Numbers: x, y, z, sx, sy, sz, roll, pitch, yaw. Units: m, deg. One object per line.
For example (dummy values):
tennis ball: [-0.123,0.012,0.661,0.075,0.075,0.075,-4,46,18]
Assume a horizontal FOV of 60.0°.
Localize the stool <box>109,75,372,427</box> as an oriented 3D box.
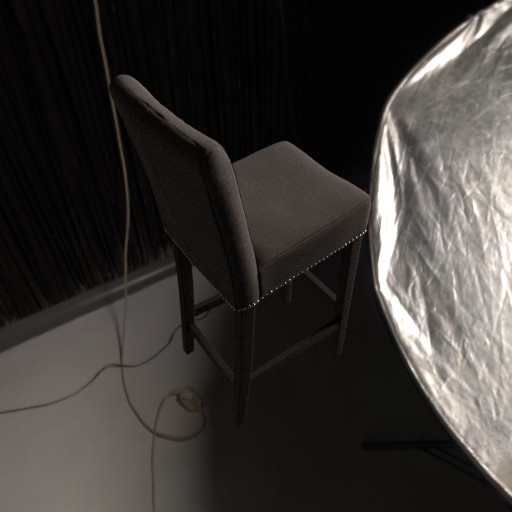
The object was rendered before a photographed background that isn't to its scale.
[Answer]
stool: [0.000,0.000,1.309,0.548,1.047,0.411,-26,49,-25]
